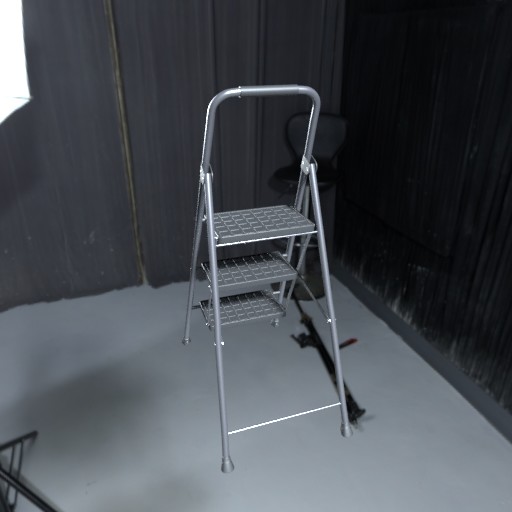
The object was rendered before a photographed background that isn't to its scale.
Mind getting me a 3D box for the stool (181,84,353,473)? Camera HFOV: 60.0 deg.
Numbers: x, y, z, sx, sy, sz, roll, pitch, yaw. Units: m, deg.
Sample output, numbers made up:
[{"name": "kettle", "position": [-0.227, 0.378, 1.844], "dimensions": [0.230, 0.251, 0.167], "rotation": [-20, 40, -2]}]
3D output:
[{"name": "stool", "position": [0.000, 0.000, 1.529], "dimensions": [0.473, 1.121, 0.733], "rotation": [-9, 28, -17]}]
